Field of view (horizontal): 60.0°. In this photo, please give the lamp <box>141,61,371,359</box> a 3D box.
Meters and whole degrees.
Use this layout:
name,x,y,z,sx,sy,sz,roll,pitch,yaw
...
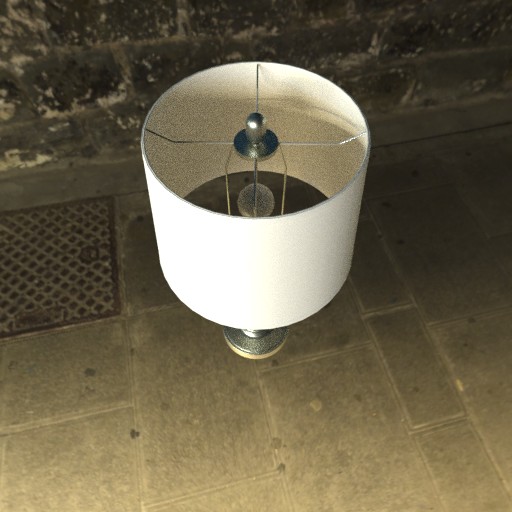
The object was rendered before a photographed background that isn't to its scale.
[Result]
name,x,y,z,sx,sy,sz,roll,pitch,yaw
lamp,0.000,0.000,0.931,0.383,0.733,0.383,0,57,0
